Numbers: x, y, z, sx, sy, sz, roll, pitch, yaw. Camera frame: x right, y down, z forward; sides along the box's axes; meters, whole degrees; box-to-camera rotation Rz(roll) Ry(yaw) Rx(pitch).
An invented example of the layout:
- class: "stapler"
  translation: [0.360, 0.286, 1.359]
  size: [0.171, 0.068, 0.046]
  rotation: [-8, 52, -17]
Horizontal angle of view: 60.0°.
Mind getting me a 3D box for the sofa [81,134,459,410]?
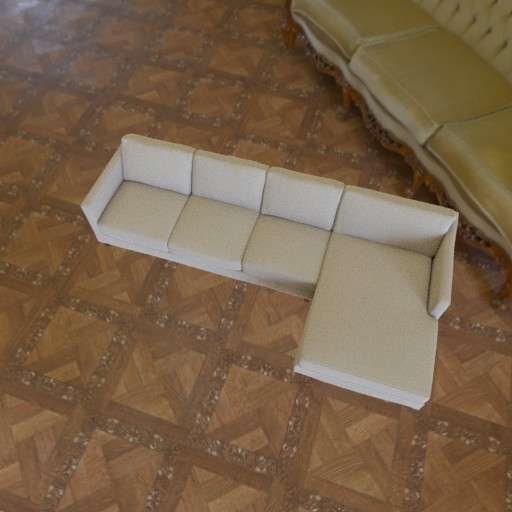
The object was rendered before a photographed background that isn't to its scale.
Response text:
- class: "sofa"
  translation: [0.000, 0.000, 3.878]
  size: [3.186, 0.861, 1.625]
  rotation: [15, 59, 9]
